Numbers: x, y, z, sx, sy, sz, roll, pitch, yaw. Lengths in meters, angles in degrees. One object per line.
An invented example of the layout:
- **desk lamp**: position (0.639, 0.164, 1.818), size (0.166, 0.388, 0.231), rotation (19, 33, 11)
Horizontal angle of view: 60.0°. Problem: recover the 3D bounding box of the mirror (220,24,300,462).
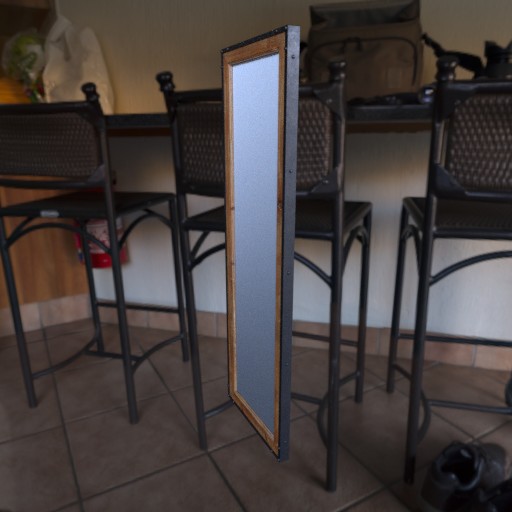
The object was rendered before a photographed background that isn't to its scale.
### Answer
- **mirror**: position (0.000, 0.000, 1.207), size (0.042, 1.080, 0.354), rotation (-8, 18, -26)
